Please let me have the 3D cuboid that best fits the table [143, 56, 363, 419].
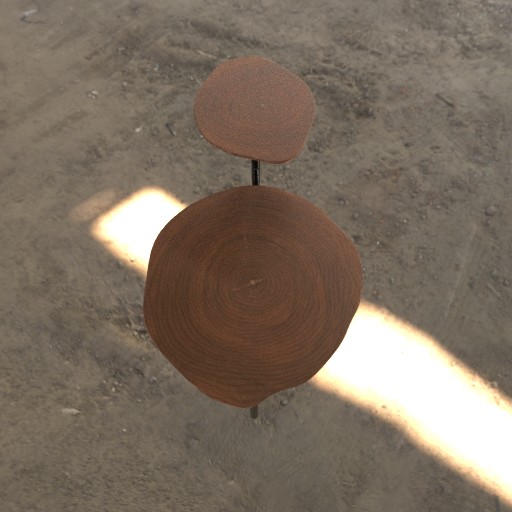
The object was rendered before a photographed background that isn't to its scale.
[{"bbox_3d":[0.000,0.000,1.064,0.442,0.538,0.759,1,59,1],"label":"table"}]
